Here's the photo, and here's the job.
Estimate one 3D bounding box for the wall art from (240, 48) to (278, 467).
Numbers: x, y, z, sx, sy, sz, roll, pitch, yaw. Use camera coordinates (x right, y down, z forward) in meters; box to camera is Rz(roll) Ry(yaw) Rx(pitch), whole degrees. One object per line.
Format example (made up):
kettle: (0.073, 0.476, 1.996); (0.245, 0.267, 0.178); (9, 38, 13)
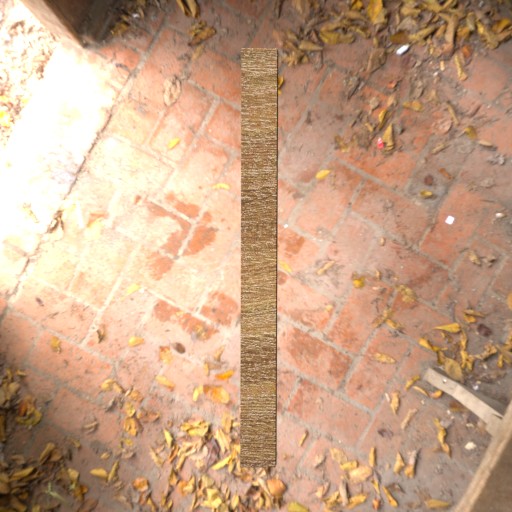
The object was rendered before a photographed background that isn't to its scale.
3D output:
wall art: (0.000, 0.000, 0.629); (0.039, 0.403, 0.406); (0, 91, -1)
